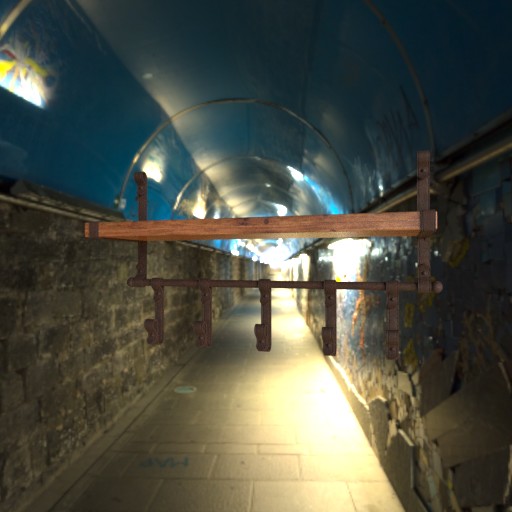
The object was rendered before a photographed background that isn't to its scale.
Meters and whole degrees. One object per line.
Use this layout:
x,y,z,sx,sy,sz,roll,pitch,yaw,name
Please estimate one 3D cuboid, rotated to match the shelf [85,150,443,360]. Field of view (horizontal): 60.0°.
0.000,0.000,0.715,0.567,0.330,0.146,0,-1,18,shelf
